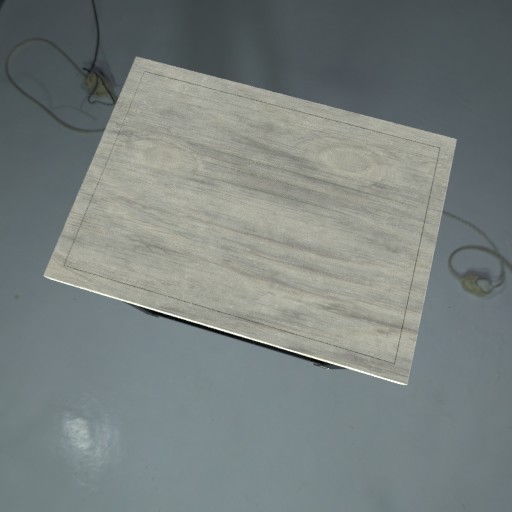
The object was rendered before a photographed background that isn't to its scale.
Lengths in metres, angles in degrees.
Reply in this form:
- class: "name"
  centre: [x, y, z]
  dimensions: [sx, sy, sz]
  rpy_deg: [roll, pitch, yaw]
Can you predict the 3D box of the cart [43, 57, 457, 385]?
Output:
- class: "cart"
  centre: [0.000, 0.000, 1.426]
  dimensions: [0.797, 0.920, 0.567]
  rpy_deg: [16, 76, 4]
